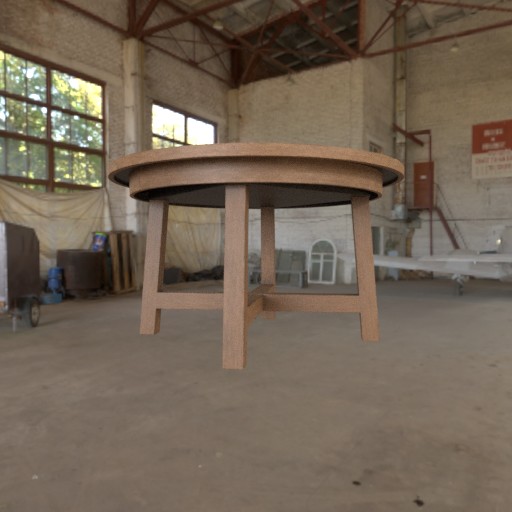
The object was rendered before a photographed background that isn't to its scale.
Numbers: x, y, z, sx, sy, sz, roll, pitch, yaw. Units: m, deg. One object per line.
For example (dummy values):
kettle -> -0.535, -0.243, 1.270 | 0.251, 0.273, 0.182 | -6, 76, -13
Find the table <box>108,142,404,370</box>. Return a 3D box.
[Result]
table -> 0.000, 0.000, 2.090 | 1.319, 0.762, 1.319 | 0, 1, 0
